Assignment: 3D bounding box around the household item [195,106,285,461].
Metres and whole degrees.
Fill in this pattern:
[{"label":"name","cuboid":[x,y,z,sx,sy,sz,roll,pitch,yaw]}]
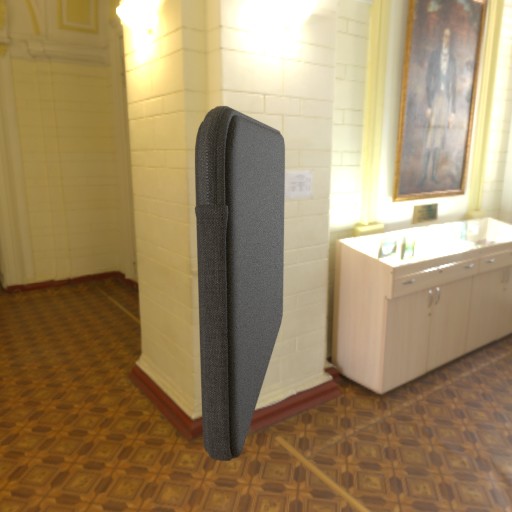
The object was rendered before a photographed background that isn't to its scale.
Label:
[{"label":"household item","cuboid":[0.000,0.000,0.522,0.030,0.305,0.396,2,13,9]}]
